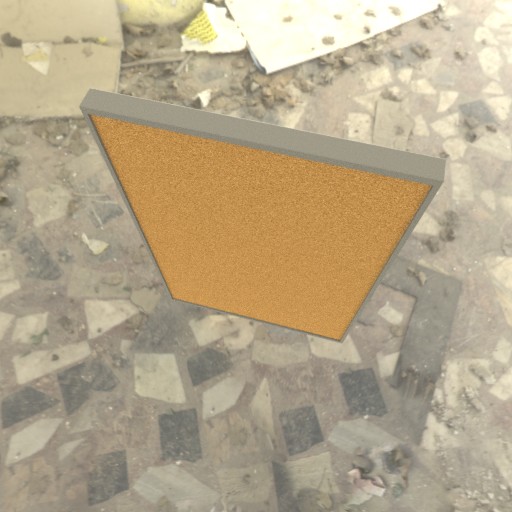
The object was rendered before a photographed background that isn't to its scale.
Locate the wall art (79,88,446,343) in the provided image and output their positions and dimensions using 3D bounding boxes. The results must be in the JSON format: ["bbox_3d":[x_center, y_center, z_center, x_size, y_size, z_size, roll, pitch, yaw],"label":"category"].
[{"bbox_3d":[0.000,0.000,0.944,0.511,0.753,0.039,13,64,7],"label":"wall art"}]
